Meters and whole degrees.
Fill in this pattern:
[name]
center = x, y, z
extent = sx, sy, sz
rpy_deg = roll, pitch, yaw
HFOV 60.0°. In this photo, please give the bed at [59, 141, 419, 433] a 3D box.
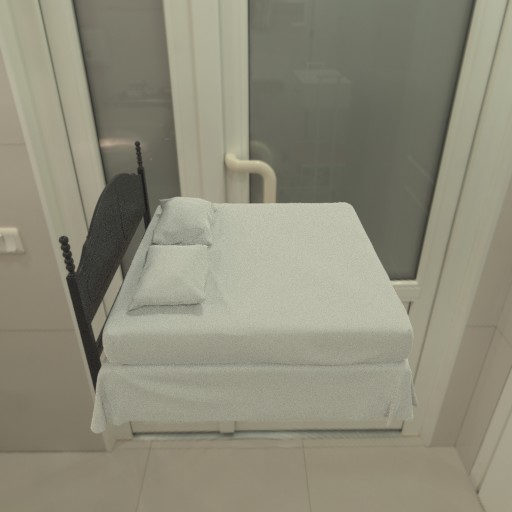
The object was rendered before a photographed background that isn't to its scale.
[bed]
center = 0.000, 0.000, 3.583
extent = 2.219, 1.355, 2.322
rpy_deg = 0, 30, -1
